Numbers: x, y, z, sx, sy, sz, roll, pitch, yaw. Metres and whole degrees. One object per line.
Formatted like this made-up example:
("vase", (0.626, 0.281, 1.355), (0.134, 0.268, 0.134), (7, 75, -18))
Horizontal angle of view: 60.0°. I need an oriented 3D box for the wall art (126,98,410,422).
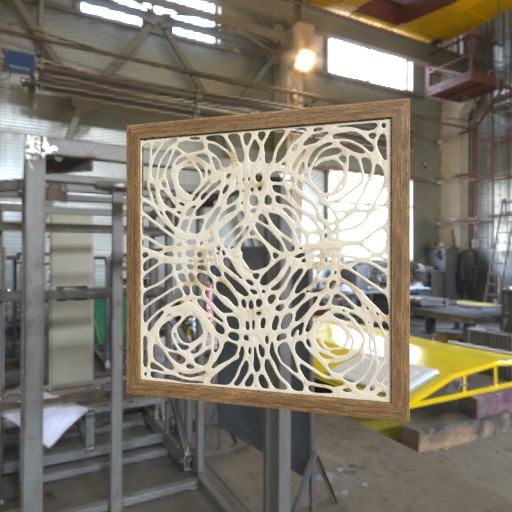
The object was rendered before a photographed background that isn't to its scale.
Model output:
("wall art", (0.000, 0.000, 0.856), (0.561, 0.576, 0.021), (0, 0, 17))
